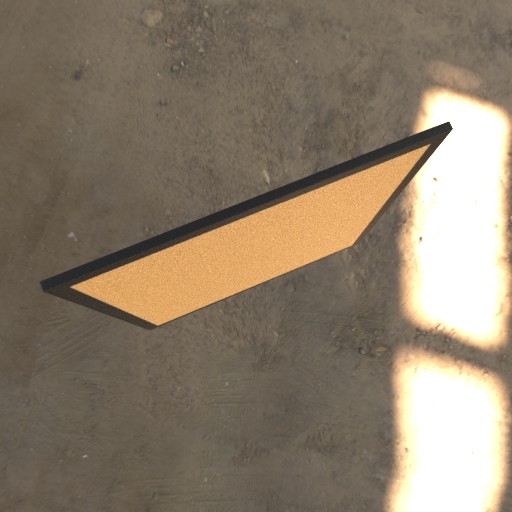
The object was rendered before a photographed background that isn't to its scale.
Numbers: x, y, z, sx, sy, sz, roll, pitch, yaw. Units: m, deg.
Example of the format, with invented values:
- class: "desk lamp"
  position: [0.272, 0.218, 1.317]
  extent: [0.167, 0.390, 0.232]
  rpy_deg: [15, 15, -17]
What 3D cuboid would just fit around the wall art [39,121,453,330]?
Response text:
- class: "wall art"
  position: [0.000, 0.000, 0.978]
  extent: [0.663, 0.659, 0.016]
  rpy_deg: [-22, 77, -5]
